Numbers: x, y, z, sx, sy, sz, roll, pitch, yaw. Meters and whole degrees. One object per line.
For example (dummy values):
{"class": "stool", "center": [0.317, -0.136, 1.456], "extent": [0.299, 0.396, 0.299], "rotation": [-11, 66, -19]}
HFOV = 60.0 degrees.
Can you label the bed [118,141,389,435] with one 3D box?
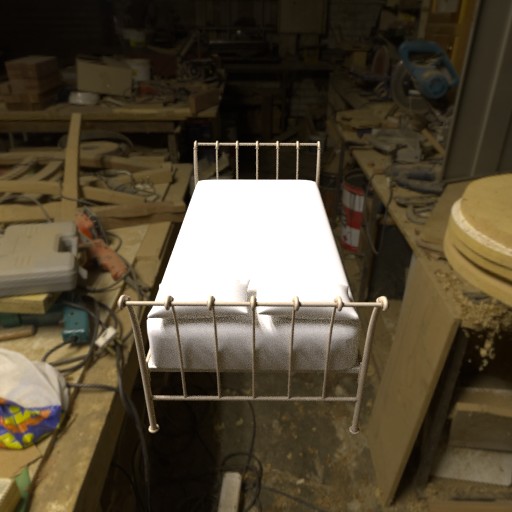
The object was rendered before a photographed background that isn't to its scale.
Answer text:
{"class": "bed", "center": [0.000, 0.000, 2.805], "extent": [1.032, 0.873, 2.228], "rotation": [0, 30, 0]}
